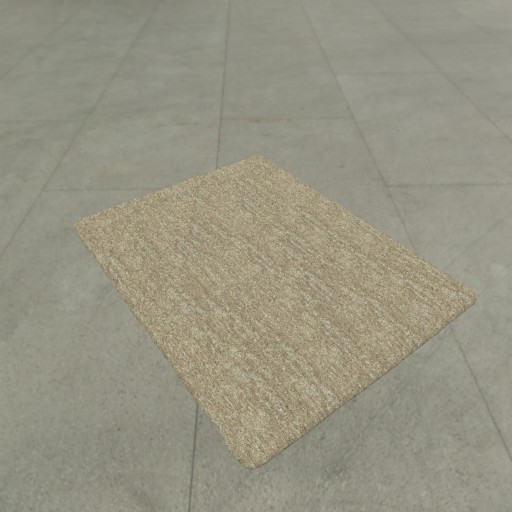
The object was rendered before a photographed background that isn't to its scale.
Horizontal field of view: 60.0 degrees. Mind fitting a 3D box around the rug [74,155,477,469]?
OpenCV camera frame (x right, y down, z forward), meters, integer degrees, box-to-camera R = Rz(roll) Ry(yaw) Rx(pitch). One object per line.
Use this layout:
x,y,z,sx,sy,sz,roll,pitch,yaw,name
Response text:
0.000,0.000,3.770,2.242,0.050,2.873,-26,47,-27,rug
